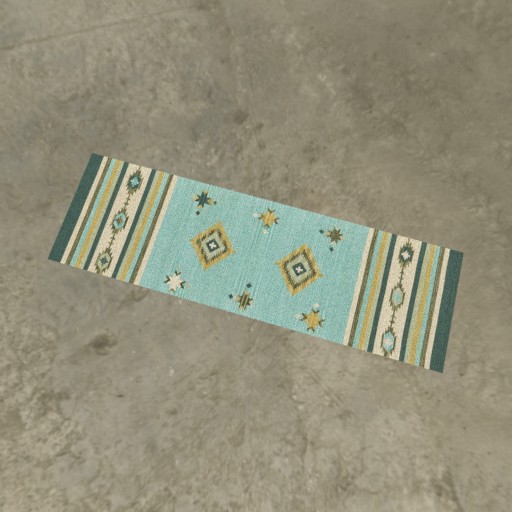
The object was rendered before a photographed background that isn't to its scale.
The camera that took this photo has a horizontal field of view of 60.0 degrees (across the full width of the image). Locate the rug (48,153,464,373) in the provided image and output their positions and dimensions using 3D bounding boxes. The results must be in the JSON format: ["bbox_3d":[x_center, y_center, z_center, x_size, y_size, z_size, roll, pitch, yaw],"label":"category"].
[{"bbox_3d":[0.000,0.000,2.721,2.441,0.010,0.744,16,76,4],"label":"rug"}]
